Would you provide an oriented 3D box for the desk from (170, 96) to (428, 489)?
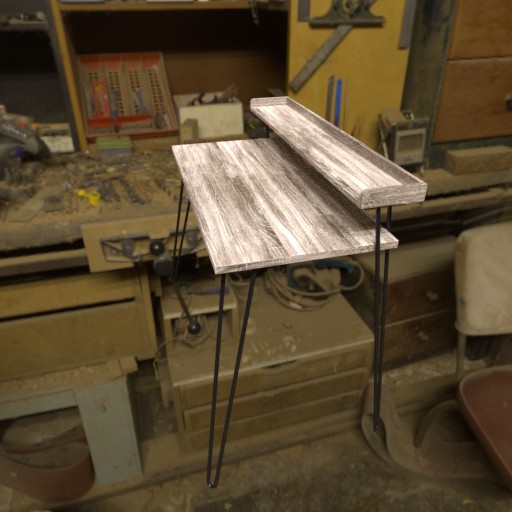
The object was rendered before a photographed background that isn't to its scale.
[{"bbox_3d":[0.000,0.000,1.634,0.605,0.899,1.135,-8,32,-13],"label":"desk"}]
